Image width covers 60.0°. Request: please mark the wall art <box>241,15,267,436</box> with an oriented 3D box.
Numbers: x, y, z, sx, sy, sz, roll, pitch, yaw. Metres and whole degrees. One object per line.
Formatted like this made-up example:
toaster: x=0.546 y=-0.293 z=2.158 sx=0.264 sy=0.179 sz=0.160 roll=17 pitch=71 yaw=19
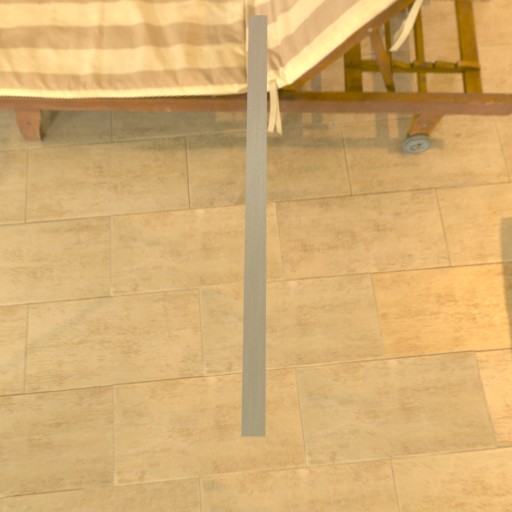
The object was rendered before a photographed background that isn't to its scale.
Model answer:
wall art: x=0.000 y=0.000 z=1.195 sx=0.038 sy=0.806 sz=0.806 roll=1 pitch=75 yaw=0
